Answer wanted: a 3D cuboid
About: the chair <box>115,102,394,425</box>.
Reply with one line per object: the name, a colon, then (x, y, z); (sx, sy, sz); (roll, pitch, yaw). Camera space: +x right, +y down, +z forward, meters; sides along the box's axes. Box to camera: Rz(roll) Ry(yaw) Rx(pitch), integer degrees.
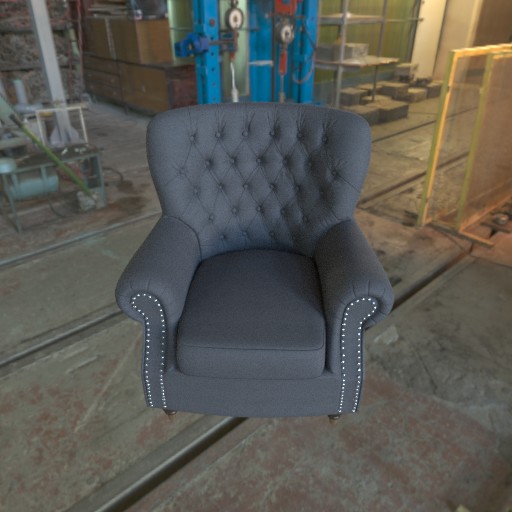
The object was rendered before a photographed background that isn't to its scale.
chair: (0.000, 0.000, 1.815); (0.983, 1.046, 0.983); (1, 30, 2)
